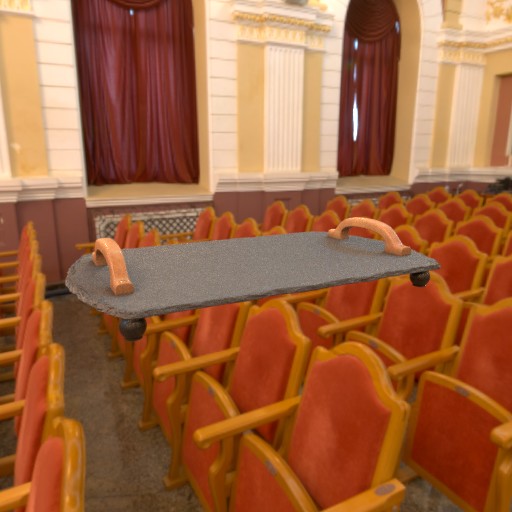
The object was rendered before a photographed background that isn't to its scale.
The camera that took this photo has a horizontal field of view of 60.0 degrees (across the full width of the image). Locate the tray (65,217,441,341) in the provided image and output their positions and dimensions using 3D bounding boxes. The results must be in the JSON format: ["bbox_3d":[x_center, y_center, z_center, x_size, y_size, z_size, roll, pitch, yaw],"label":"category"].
[{"bbox_3d":[0.000,0.000,0.486,0.387,0.062,0.231,-7,15,-27],"label":"tray"}]
